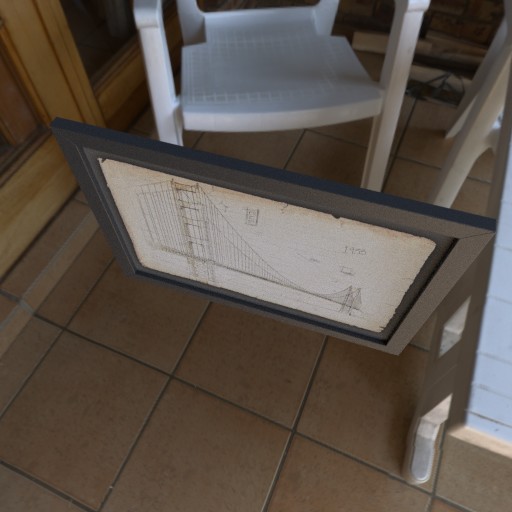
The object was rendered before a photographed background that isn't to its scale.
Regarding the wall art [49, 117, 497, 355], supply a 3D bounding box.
[{"bbox_3d":[0.000,0.000,0.544,0.432,0.306,0.016,15,59,9],"label":"wall art"}]
